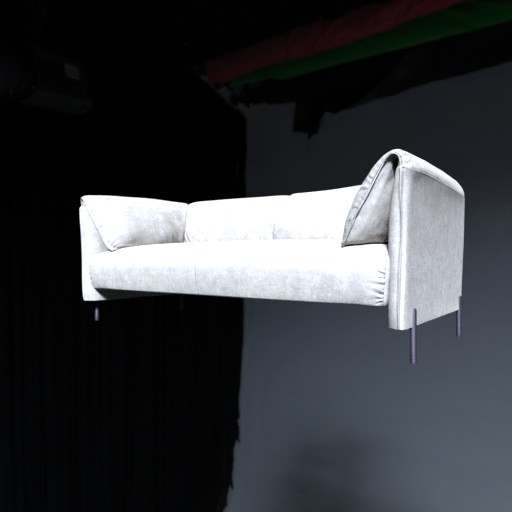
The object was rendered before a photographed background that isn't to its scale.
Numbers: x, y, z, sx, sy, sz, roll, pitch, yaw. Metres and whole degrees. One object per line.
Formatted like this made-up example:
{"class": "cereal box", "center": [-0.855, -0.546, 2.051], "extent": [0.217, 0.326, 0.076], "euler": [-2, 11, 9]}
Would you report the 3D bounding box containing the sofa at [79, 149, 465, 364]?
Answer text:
{"class": "sofa", "center": [0.000, 0.000, 2.316], "extent": [1.878, 0.747, 0.905], "euler": [0, -1, 36]}
